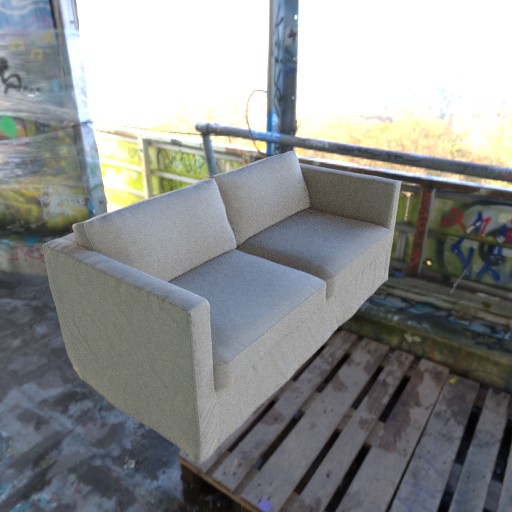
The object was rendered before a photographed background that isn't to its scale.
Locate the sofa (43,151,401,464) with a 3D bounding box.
[{"bbox_3d":[0.000,0.000,2.520,0.962,0.835,1.959,18,31,33],"label":"sofa"}]
